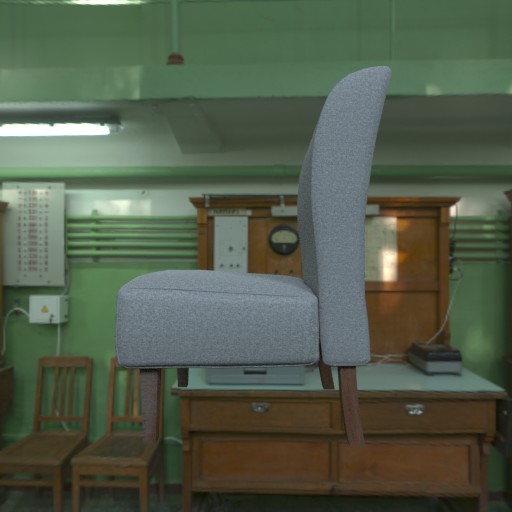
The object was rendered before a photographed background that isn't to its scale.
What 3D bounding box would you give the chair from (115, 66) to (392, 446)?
[{"bbox_3d":[0.000,0.000,1.156,0.592,0.804,0.513,0,0,1],"label":"chair"}]
